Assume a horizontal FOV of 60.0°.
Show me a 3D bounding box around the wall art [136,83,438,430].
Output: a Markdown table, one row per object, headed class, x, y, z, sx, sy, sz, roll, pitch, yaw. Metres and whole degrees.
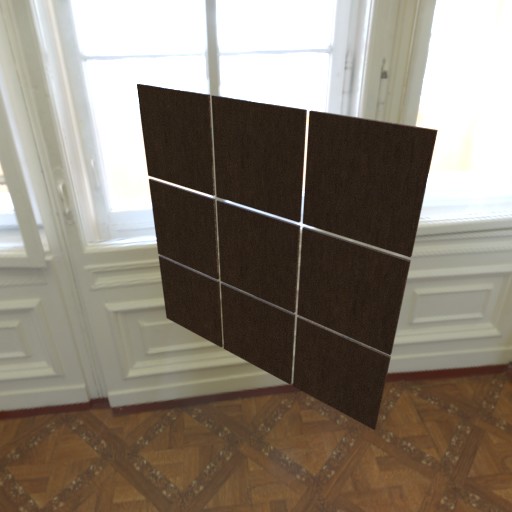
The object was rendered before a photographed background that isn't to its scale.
| class | x | y | z | sx | sy | sz | roll | pitch | yaw |
| --- | --- | --- | --- | --- | --- | --- | --- | --- | --- |
| wall art | 0.000 | 0.000 | 2.277 | 1.527 | 1.525 | 0.014 | 21 | 36 | 31 |
